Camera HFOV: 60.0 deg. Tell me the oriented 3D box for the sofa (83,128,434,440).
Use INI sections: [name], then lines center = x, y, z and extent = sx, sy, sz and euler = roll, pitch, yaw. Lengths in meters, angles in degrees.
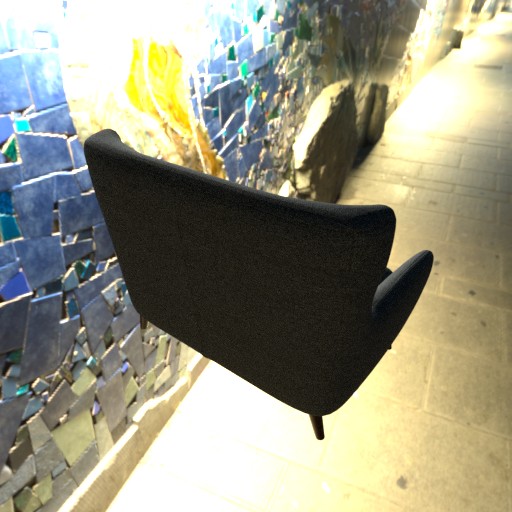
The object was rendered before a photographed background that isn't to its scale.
[sofa]
center = 0.000, 0.000, 1.996
extent = 1.358, 1.028, 0.874
euler = 22, 38, 32
